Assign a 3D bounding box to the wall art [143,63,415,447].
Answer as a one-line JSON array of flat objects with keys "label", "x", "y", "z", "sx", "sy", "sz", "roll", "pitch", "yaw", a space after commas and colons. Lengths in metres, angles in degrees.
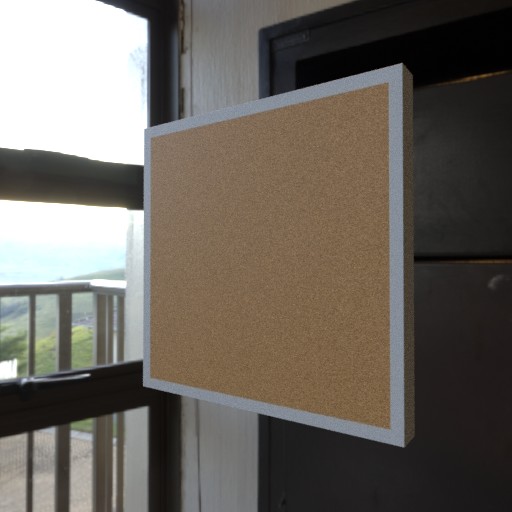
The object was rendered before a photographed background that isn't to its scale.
[{"label": "wall art", "x": 0.000, "y": 0.000, "z": 0.599, "sx": 0.406, "sy": 0.406, "sz": 0.038, "roll": -1, "pitch": -1, "yaw": 35}]
